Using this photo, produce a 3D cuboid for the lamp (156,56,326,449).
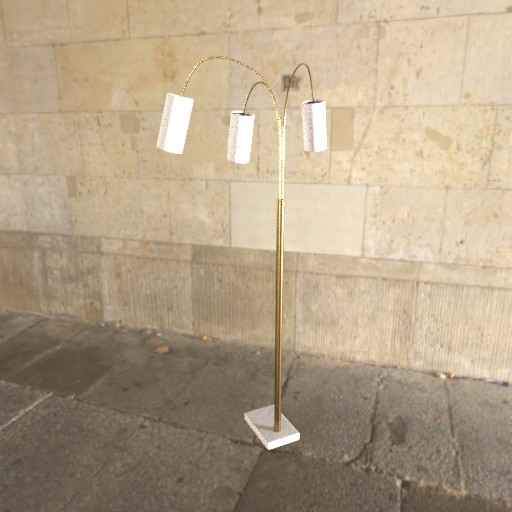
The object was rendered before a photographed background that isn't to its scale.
[{"bbox_3d":[0.000,0.000,2.529,1.020,2.055,0.667,-7,16,-25],"label":"lamp"}]
